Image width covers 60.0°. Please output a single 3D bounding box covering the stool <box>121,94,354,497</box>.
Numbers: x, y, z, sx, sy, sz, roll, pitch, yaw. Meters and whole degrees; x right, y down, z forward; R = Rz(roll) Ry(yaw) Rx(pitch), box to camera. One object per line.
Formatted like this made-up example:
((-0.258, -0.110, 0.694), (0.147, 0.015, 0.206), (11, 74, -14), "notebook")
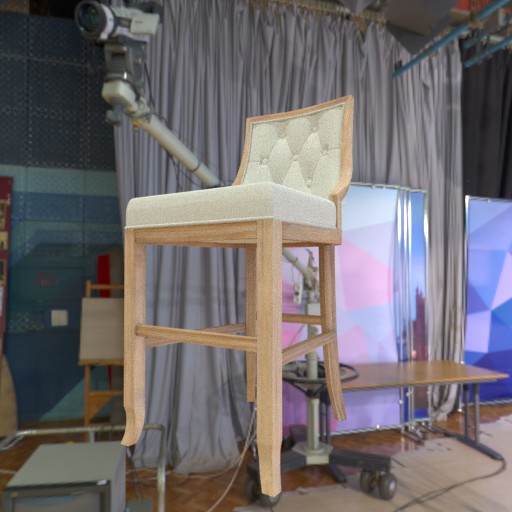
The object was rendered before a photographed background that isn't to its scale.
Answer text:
((0.000, 0.000, 1.406), (0.524, 1.101, 0.626), (-1, -1, 34), "stool")
